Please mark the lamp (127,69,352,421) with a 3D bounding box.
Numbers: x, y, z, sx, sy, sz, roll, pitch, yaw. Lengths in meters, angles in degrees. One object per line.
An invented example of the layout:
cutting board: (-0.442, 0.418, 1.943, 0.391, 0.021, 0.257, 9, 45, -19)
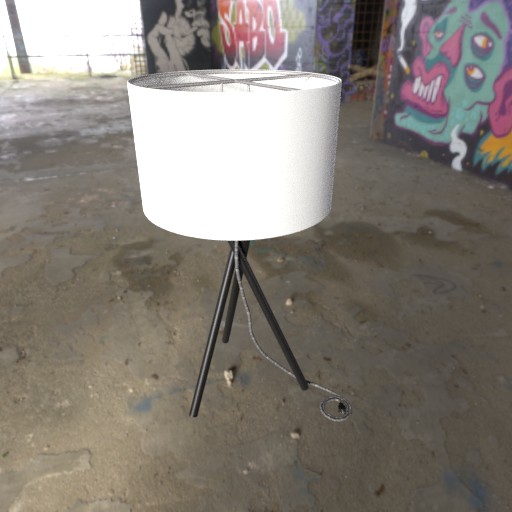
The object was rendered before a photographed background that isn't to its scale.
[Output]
lamp: (0.000, 0.000, 0.903, 0.422, 0.674, 0.353, 0, 27, 0)
